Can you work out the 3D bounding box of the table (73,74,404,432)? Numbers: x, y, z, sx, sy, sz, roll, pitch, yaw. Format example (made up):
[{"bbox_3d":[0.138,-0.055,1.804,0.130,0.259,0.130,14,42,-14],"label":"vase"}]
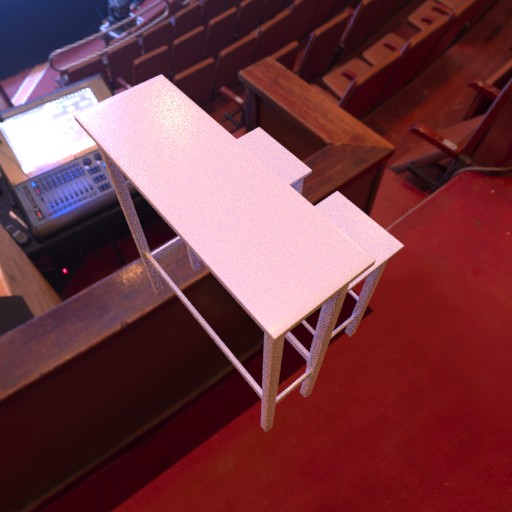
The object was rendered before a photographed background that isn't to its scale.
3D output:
[{"bbox_3d":[0.000,0.000,1.669,0.650,1.065,0.915,-34,63,-20],"label":"table"}]
